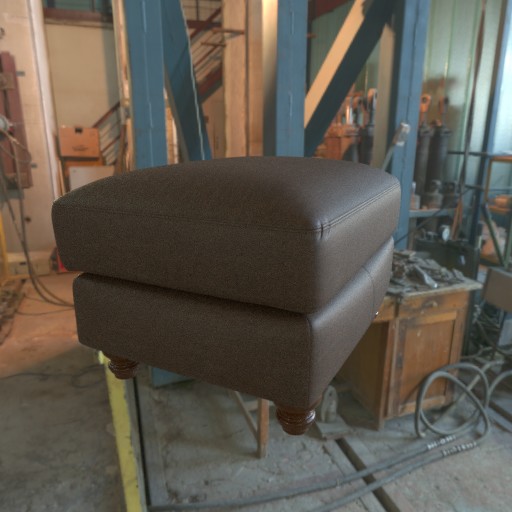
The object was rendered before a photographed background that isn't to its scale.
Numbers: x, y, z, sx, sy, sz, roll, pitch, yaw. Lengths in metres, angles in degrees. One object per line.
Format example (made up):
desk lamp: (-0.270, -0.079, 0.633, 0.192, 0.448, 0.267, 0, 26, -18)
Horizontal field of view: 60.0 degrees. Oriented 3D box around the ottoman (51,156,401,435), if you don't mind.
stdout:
ottoman: (0.000, 0.000, 1.186, 0.635, 0.508, 0.787, 8, 18, 26)
